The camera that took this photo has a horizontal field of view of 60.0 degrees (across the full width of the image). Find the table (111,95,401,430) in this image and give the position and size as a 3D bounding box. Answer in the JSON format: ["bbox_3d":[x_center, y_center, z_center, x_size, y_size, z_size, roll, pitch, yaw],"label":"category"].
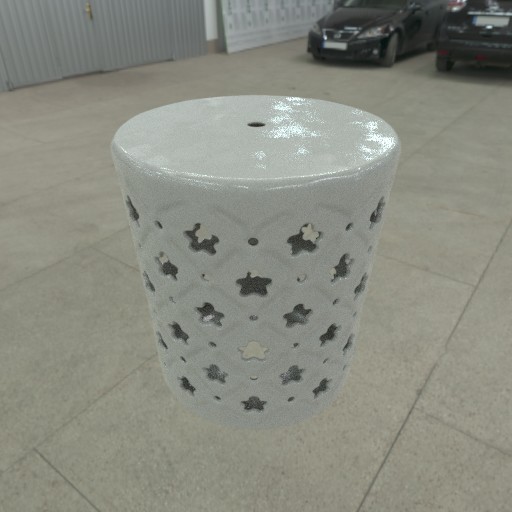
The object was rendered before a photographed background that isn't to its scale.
[{"bbox_3d":[0.000,0.000,0.652,0.352,0.387,0.352,0,32,0],"label":"table"}]
